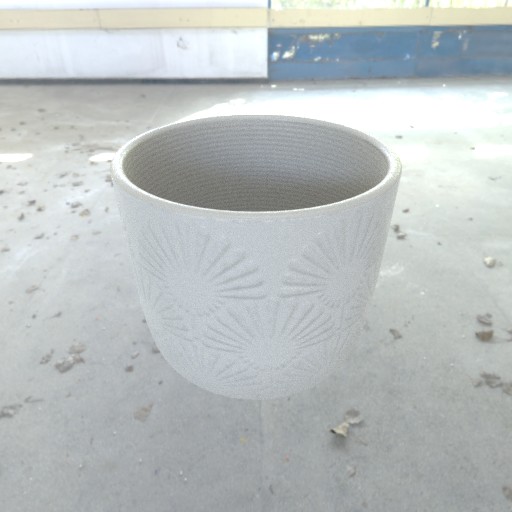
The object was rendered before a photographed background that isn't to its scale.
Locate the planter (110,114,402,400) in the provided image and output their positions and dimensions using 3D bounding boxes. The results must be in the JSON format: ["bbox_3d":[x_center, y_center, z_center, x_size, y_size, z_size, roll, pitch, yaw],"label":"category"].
[{"bbox_3d":[0.000,0.000,0.223,0.124,0.109,0.124,0,33,0],"label":"planter"}]
